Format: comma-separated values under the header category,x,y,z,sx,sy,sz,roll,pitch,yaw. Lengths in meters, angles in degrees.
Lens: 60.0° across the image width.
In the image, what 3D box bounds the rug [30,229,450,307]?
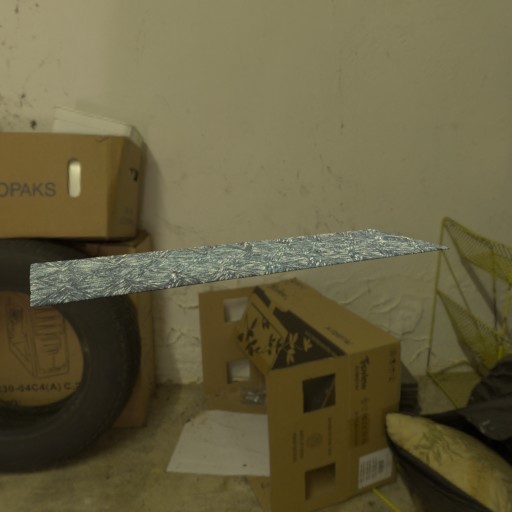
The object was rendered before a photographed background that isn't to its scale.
category,x,y,z,sx,sy,sz,roll,pitch,yaw
rug,0.000,0.000,2.522,2.306,0.013,0.719,-7,16,-26
